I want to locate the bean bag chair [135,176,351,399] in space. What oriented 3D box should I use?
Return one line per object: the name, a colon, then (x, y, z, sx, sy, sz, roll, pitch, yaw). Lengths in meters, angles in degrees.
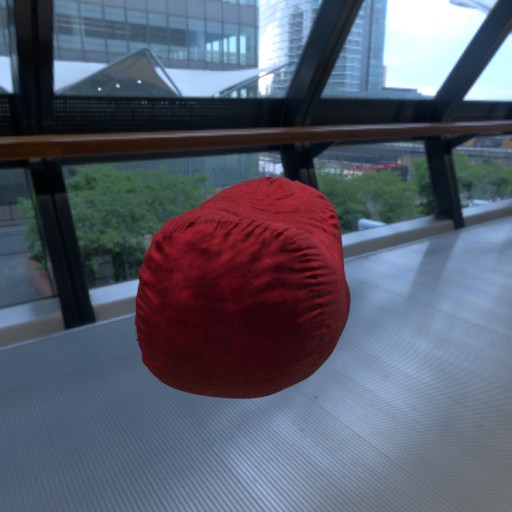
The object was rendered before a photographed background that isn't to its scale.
bean bag chair: (0.000, 0.000, 2.941, 1.216, 0.867, 2.293, 3, 17, 9)
